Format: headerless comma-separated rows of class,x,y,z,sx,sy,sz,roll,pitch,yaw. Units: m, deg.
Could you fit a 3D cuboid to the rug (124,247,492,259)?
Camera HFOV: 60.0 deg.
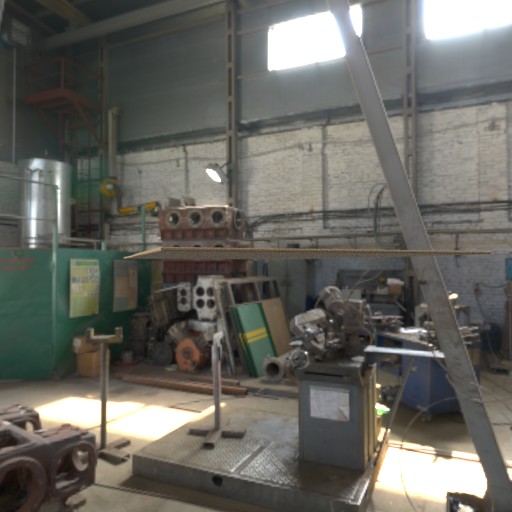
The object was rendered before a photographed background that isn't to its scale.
rug,0.000,0.000,2.871,1.526,0.014,2.290,0,-1,-20
